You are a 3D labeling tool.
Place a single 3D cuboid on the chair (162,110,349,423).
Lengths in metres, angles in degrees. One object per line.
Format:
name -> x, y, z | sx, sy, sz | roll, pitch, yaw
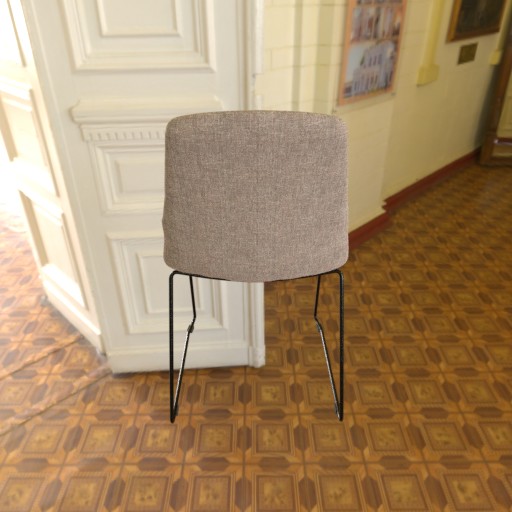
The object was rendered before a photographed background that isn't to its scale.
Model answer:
chair -> 0.000, 0.000, 1.164 | 0.479, 0.858, 0.518 | 0, 31, -1
